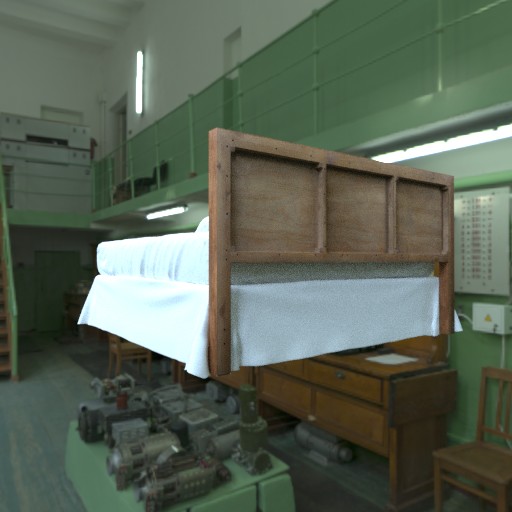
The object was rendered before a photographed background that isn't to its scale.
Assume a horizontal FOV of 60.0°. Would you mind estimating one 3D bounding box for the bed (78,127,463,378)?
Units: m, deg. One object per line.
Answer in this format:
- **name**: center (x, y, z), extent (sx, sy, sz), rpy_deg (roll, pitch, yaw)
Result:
- **bed**: center (0.000, 0.000, 3.483), extent (2.255, 1.158, 2.165), rpy_deg (0, -1, -36)
